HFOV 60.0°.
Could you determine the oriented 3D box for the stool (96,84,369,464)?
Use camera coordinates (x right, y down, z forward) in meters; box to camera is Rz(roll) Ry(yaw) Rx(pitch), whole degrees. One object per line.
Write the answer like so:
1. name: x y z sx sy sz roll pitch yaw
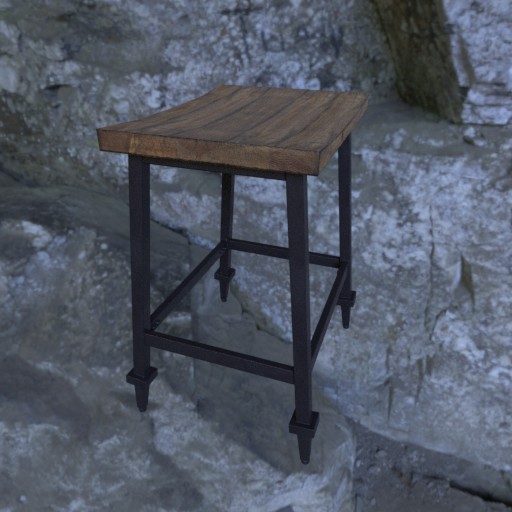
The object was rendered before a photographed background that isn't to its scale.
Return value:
1. stool: 0.000 0.000 0.967 0.405 0.625 0.486 10 31 18
